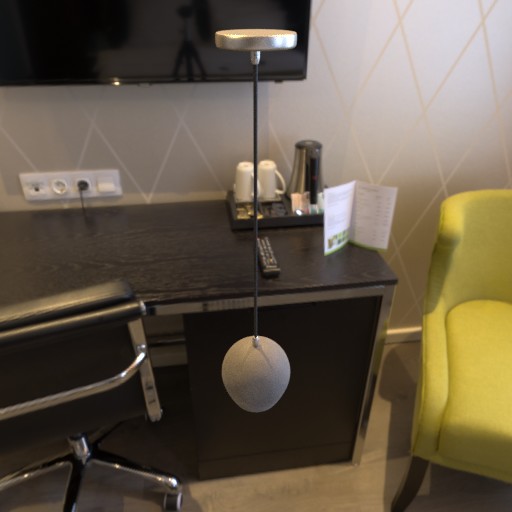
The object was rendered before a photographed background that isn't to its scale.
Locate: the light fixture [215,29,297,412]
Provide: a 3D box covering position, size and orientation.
[{"bbox_3d":[0.000,0.000,0.842,0.153,0.760,0.153,-22,38,-32],"label":"light fixture"}]
